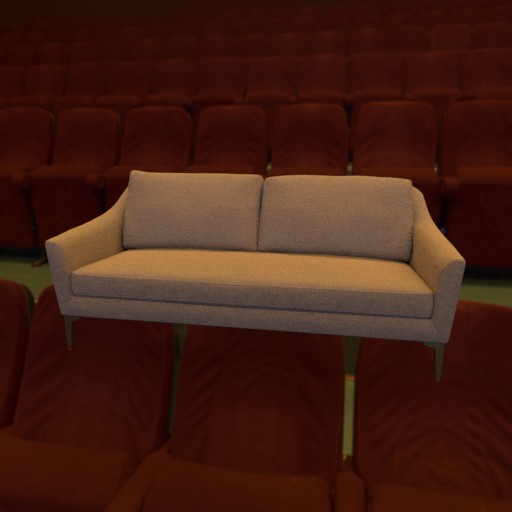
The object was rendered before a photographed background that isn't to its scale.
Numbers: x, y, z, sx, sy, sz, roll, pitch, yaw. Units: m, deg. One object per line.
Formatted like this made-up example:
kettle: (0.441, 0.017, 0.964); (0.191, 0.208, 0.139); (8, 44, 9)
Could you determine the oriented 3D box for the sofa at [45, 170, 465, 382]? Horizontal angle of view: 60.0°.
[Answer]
sofa: (0.000, 0.000, 2.581); (2.036, 0.913, 0.980); (3, 16, 9)
